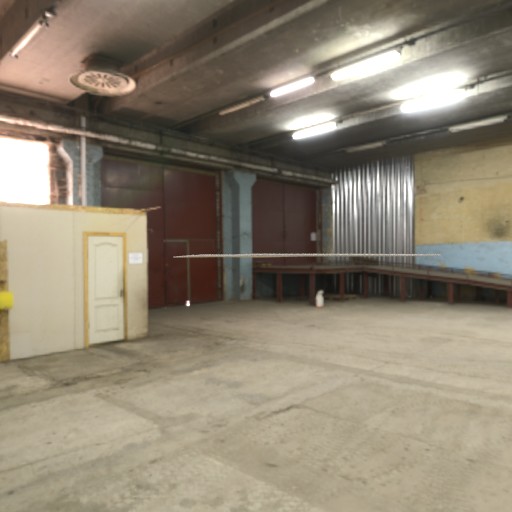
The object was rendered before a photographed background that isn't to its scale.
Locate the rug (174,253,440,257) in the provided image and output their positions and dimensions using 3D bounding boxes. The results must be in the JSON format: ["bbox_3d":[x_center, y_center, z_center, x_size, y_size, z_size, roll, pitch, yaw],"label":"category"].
[{"bbox_3d":[0.000,0.000,2.646,0.712,0.013,2.346,0,0,-17],"label":"rug"}]
